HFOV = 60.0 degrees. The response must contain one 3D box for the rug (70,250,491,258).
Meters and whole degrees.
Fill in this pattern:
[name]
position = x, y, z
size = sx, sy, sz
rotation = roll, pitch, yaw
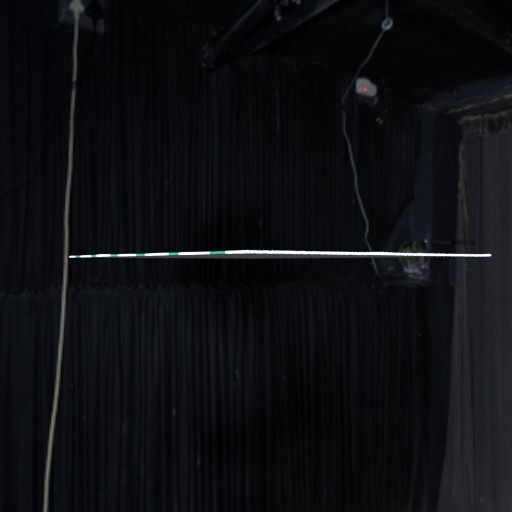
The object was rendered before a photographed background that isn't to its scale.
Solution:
[rug]
position = 0.000, 0.000, 4.019
size = 2.434, 0.019, 3.041
rotation = 1, -1, -37
